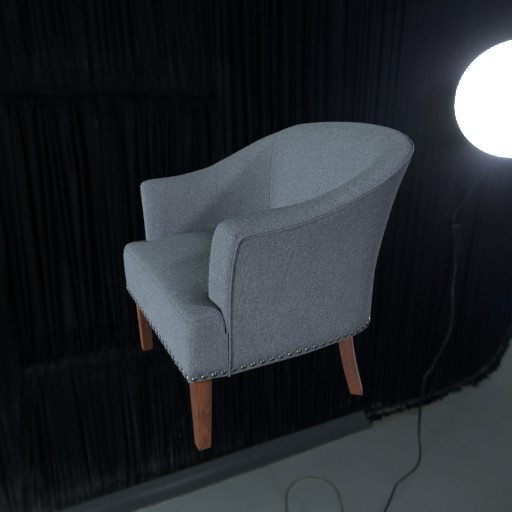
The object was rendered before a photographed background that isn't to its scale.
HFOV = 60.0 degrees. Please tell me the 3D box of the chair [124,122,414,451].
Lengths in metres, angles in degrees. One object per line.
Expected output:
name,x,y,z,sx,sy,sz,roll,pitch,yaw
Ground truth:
chair,0.000,0.000,1.415,0.704,0.815,0.798,-9,20,-26
